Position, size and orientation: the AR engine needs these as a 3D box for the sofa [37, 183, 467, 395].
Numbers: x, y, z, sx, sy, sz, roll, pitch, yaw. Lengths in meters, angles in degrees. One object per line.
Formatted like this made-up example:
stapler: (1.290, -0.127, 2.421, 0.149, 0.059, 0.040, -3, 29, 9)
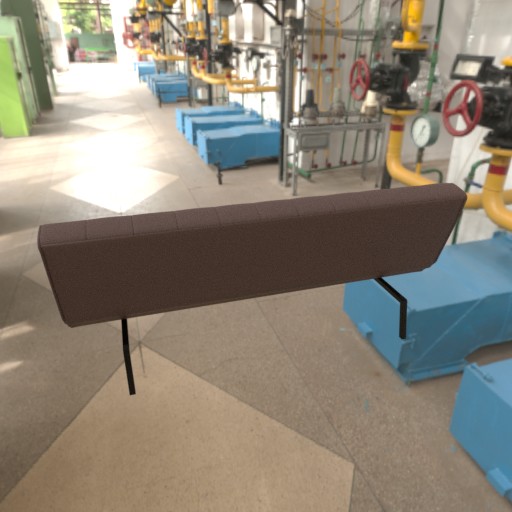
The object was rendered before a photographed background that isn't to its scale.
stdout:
sofa: (0.000, 0.000, 2.096, 1.703, 0.699, 0.747, -8, 27, -15)
